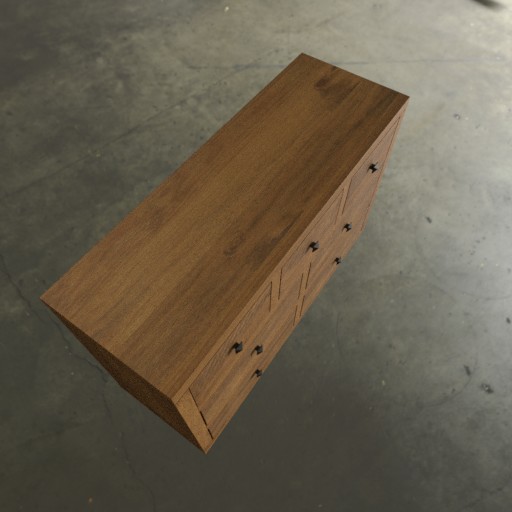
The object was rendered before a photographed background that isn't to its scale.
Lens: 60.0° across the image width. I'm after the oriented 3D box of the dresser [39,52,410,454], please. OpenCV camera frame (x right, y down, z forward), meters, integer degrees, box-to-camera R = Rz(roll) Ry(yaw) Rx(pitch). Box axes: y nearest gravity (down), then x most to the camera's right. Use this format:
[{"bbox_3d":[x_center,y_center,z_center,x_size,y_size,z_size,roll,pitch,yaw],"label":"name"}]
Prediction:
[{"bbox_3d":[0.000,0.000,1.674,0.479,0.825,1.261,31,63,18],"label":"dresser"}]
